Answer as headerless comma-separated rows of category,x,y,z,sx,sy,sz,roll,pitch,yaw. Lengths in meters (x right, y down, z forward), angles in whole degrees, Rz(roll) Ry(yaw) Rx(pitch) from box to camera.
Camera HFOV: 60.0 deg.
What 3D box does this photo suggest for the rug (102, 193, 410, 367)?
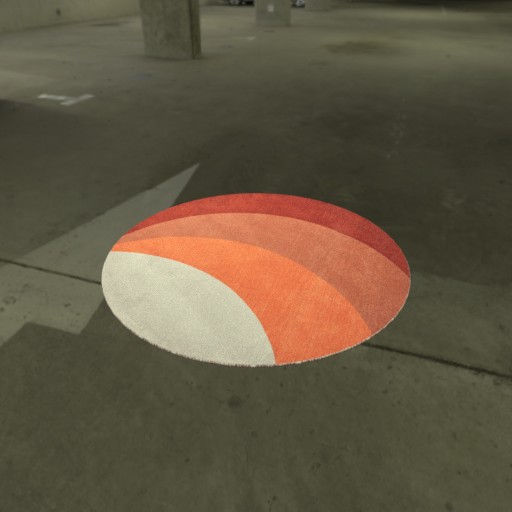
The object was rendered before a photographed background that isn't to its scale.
rug,0.000,0.000,2.264,1.514,0.015,1.514,0,32,0
